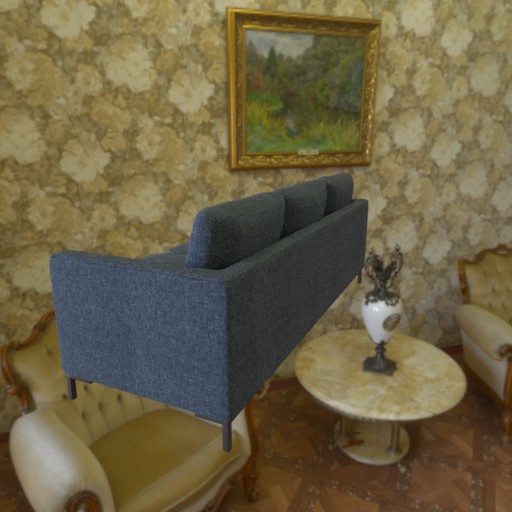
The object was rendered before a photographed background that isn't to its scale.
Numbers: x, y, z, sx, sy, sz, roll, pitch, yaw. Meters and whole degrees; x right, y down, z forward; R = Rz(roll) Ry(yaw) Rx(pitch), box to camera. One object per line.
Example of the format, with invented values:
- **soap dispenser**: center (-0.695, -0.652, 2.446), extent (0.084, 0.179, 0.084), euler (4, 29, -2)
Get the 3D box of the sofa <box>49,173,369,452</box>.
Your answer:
- **sofa**: center (0.000, 0.000, 2.631), extent (0.859, 0.874, 2.218), euler (7, 16, 25)
